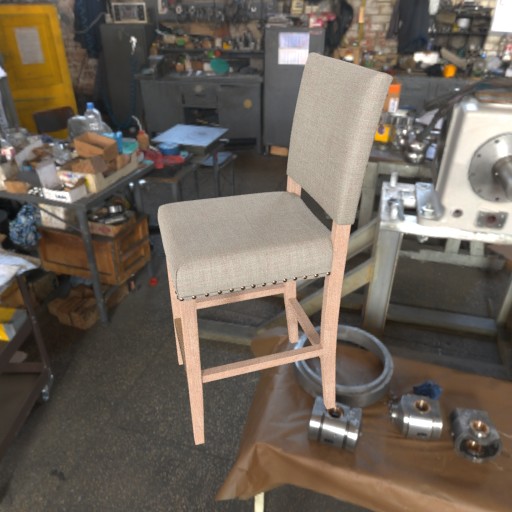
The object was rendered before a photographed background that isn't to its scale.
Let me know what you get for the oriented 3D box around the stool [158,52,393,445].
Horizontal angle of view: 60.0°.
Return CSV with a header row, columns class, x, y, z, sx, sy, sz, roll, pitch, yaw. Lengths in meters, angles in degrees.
class,x,y,z,sx,sy,sz,roll,pitch,yaw
stool,0.000,0.000,1.468,0.585,1.173,0.445,-9,32,-14
